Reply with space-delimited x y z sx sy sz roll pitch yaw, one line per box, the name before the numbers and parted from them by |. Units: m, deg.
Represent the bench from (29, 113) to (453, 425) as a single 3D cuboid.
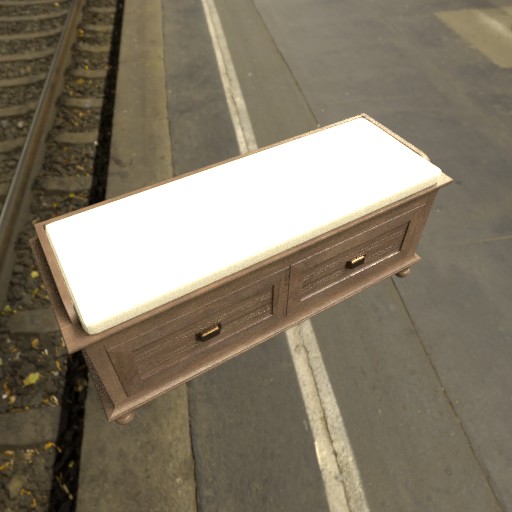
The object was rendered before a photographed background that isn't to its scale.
bench | 0.000 0.000 1.427 1.185 0.501 0.402 -24 51 -21
